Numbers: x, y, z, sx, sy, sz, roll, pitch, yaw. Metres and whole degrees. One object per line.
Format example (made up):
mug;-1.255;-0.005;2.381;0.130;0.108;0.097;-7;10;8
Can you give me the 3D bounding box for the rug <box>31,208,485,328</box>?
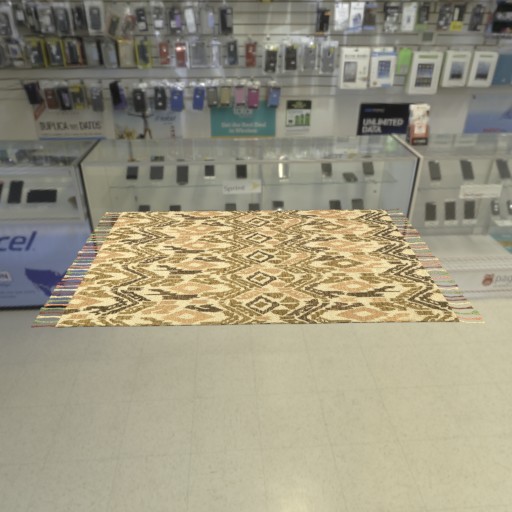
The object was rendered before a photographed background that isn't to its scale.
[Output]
rug;0.000;0.000;2.998;2.438;0.008;1.524;-1;30;-1
